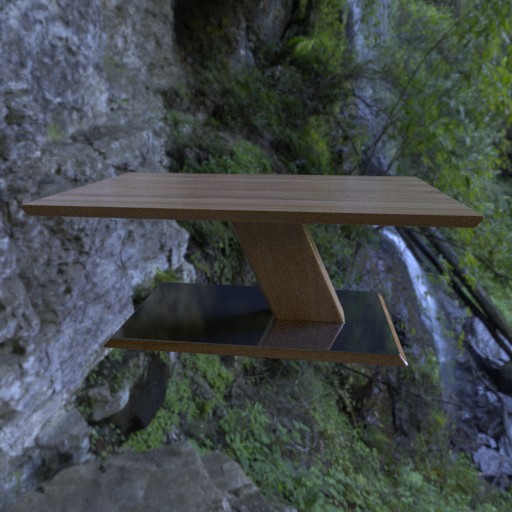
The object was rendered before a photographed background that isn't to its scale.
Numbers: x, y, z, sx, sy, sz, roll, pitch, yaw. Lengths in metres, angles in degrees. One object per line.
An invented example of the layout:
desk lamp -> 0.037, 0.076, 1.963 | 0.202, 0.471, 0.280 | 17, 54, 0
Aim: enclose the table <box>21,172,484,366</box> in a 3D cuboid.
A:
table -> 0.000, 0.000, 1.435 | 1.100, 0.441, 0.692 | 2, 17, 7
